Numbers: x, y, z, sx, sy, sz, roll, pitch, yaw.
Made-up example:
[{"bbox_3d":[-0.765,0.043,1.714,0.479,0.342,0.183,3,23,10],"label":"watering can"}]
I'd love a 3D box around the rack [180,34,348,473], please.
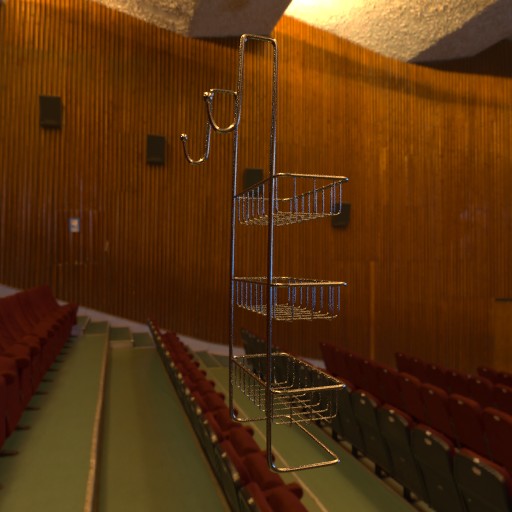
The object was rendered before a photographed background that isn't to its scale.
[{"bbox_3d":[0.000,0.000,0.677,0.202,0.574,0.228,0,-1,-18],"label":"rack"}]
